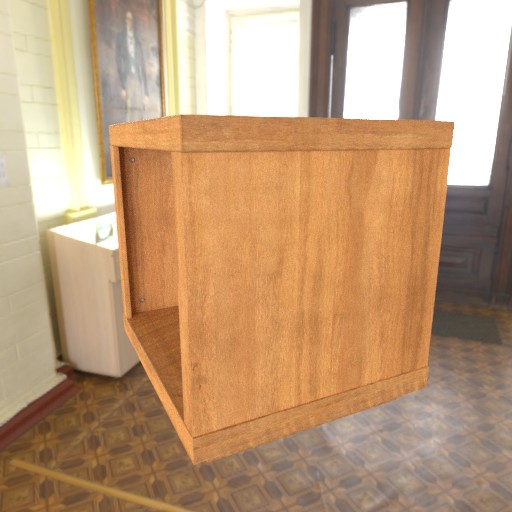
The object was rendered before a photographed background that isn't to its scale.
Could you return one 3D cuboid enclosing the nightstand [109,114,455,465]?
[{"bbox_3d":[0.000,0.000,0.854,0.436,0.491,0.493,-7,17,-26],"label":"nightstand"}]
